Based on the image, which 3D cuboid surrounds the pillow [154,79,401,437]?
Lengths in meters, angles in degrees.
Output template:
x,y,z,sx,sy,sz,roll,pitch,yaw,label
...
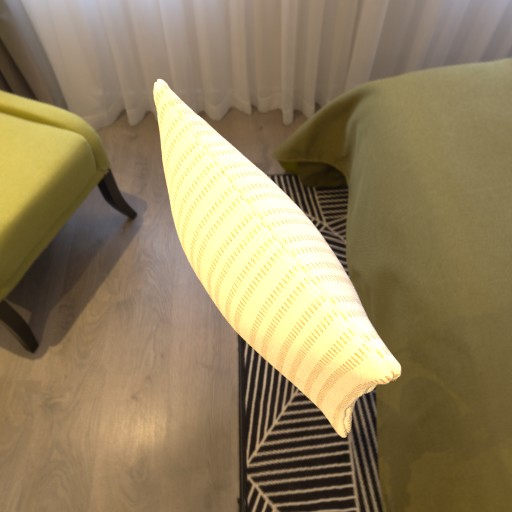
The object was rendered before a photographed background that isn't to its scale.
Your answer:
x,y,z,sx,sy,sz,roll,pitch,yaw,label
0.000,0.000,0.797,0.210,0.353,0.640,-29,62,-17,pillow
